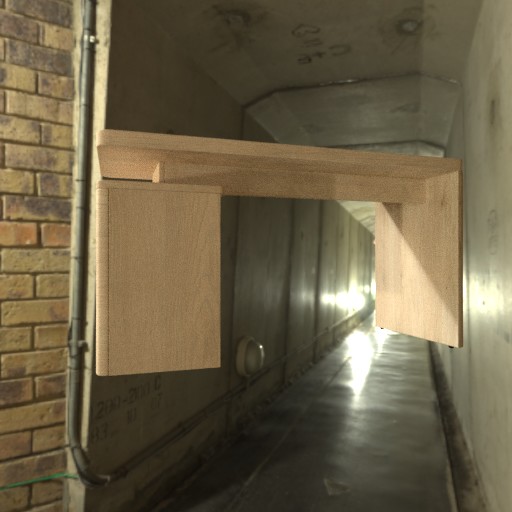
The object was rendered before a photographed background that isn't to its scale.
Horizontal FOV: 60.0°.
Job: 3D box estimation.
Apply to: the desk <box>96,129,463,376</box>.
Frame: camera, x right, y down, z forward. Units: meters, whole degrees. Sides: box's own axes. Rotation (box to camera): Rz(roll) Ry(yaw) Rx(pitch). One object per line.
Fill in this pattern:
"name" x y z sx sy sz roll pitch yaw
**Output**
"desk" 0.000 0.000 2.116 1.400 0.770 1.175 0 0 -18
